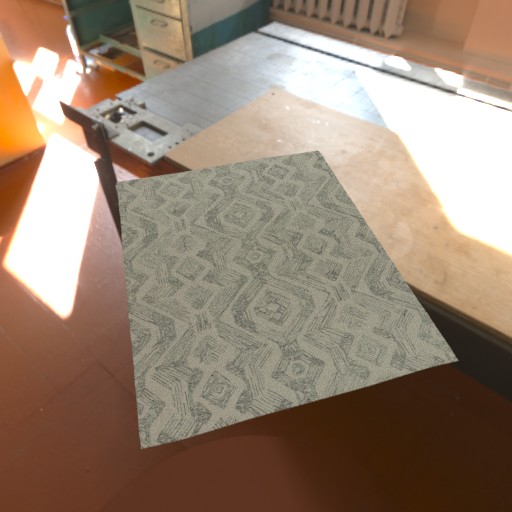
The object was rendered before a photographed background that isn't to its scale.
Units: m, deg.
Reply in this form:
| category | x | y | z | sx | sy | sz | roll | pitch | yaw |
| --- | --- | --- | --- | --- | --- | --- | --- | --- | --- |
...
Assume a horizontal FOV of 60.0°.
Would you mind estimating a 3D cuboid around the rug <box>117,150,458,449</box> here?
| category | x | y | z | sx | sy | sz | roll | pitch | yaw |
| --- | --- | --- | --- | --- | --- | --- | --- | --- | --- |
| rug | 0.000 | 0.000 | 4.193 | 2.430 | 0.030 | 3.054 | -11 | 47 | -10 |
